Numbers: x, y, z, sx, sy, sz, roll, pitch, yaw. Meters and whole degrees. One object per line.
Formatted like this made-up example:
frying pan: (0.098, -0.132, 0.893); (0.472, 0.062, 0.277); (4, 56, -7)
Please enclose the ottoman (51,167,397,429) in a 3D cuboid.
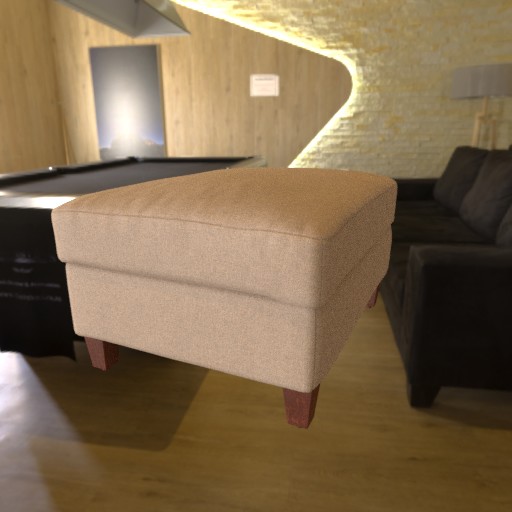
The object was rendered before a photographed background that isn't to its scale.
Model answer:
ottoman: (0.000, 0.000, 1.340); (0.692, 0.511, 0.902); (8, 18, 24)
